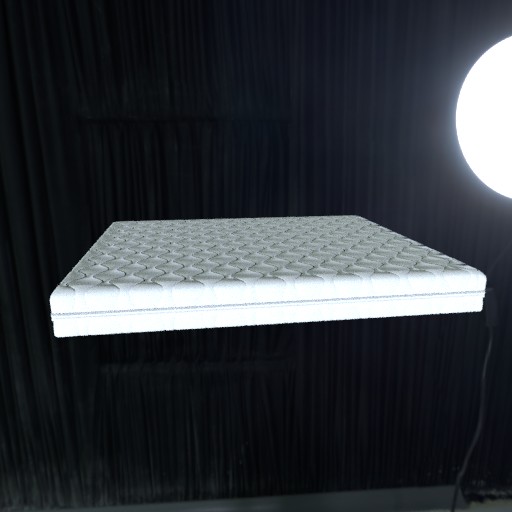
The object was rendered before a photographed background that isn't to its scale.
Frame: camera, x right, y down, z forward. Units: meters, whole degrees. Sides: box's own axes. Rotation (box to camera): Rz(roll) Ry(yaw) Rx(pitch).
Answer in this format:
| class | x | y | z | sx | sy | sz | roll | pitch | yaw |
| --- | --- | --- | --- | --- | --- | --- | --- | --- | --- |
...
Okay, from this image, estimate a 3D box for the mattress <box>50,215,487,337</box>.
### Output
| class | x | y | z | sx | sy | sz | roll | pitch | yaw |
| --- | --- | --- | --- | --- | --- | --- | --- | --- | --- |
| mattress | 0.000 | 0.000 | 2.660 | 1.900 | 0.200 | 1.600 | -2 | 15 | -8 |
